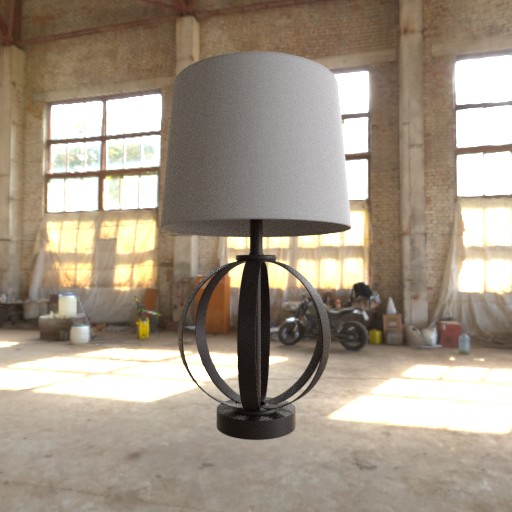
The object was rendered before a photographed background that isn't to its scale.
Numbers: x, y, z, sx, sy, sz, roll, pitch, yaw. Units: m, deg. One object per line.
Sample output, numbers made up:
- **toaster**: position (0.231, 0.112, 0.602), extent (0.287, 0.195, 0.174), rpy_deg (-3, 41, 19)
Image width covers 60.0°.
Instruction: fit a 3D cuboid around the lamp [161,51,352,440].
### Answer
- **lamp**: position (0.000, 0.000, 0.678), extent (0.286, 0.510, 0.286), rpy_deg (0, -2, 0)
